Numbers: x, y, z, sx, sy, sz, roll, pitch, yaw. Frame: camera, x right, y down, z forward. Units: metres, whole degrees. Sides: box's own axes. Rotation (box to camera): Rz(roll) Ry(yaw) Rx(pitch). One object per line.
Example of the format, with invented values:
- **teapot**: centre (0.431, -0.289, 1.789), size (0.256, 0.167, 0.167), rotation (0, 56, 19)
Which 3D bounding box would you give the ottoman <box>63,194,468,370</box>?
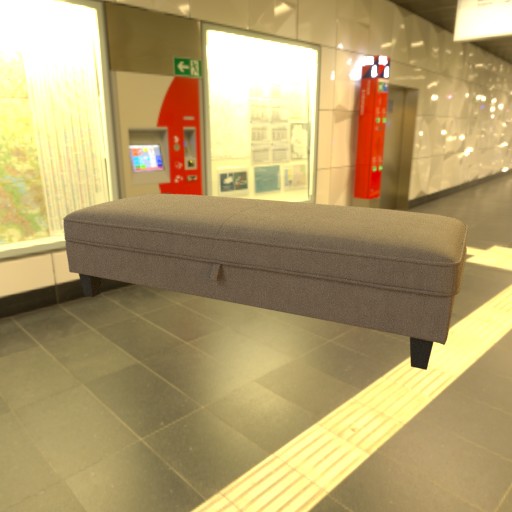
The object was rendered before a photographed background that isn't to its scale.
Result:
- **ottoman**: centre (0.000, 0.000, 2.075), size (1.764, 0.470, 0.751), rotation (8, 18, 25)
